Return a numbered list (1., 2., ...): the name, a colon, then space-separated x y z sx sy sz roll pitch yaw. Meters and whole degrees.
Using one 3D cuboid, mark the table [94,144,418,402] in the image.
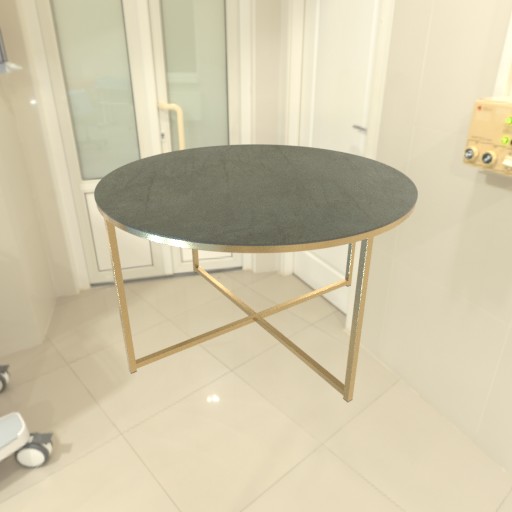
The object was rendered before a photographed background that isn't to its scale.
1. table: 0.000 0.000 1.253 0.800 0.450 0.800 0 27 0
